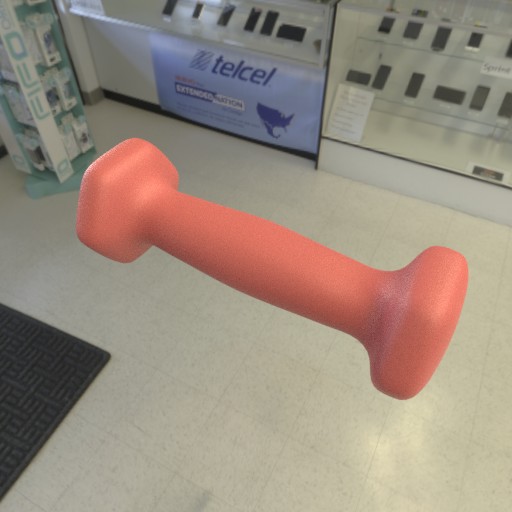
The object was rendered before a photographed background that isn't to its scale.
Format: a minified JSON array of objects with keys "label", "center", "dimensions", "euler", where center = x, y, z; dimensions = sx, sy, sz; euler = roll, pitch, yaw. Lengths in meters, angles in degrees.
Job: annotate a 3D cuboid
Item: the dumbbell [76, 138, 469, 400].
[{"label":"dumbbell","center":[0.000,0.000,0.143],"dimensions":[0.123,0.043,0.047],"euler":[23,51,20]}]
